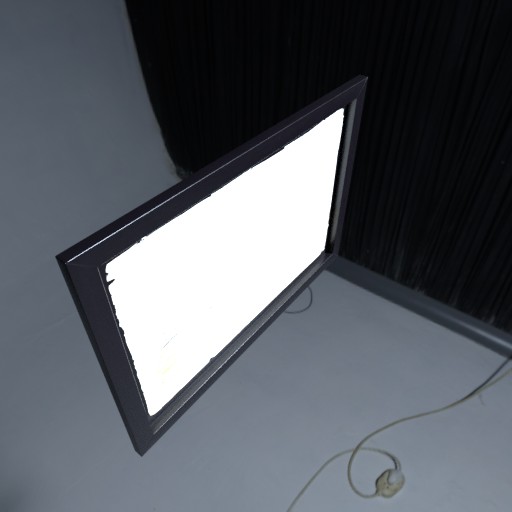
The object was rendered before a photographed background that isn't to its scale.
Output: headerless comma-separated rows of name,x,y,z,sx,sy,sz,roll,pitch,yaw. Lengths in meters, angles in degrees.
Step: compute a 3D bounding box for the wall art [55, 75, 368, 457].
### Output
wall art,0.000,0.000,0.539,0.013,0.306,0.440,28,49,27
